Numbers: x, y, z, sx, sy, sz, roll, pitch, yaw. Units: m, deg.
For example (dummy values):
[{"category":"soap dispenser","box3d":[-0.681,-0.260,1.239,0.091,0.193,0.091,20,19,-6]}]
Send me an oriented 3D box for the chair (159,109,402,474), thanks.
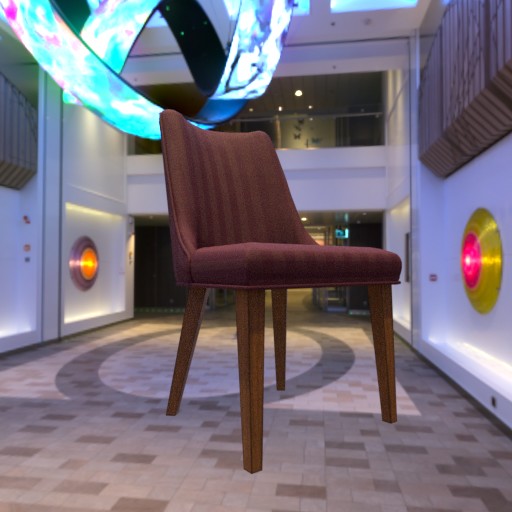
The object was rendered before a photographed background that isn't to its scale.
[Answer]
[{"category":"chair","box3d":[0.000,0.000,1.320,0.548,0.916,0.638,1,-2,-38]}]
